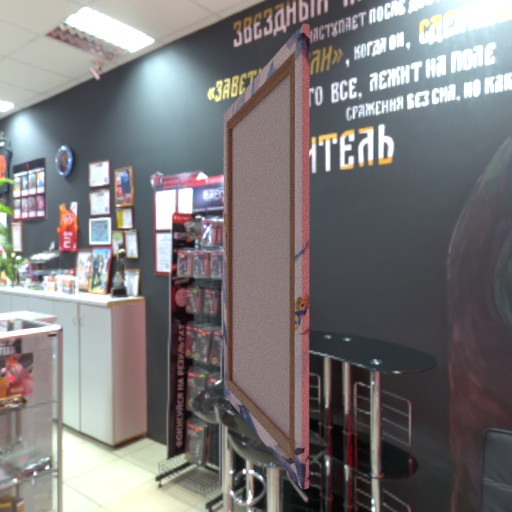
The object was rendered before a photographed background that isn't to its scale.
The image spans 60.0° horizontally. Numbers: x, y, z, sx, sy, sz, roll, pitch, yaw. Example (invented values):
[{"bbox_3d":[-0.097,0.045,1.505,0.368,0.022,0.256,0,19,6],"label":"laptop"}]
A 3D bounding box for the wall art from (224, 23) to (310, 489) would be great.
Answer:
[{"bbox_3d":[0.000,0.000,1.156,0.016,0.914,0.610,0,1,-19],"label":"wall art"}]
